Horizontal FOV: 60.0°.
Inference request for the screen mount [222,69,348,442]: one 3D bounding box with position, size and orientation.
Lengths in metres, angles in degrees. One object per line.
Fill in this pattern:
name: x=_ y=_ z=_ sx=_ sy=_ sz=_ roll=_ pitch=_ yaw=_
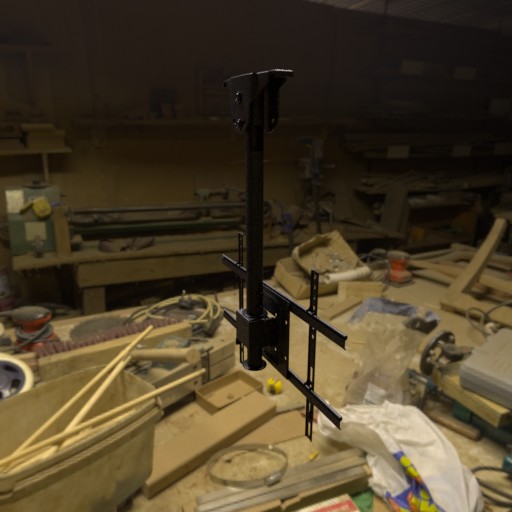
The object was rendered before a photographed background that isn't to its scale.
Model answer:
screen mount: x=0.000 y=0.000 z=1.028 sx=0.090 sy=0.775 sz=0.595 roll=-8 pitch=18 yaw=-25
